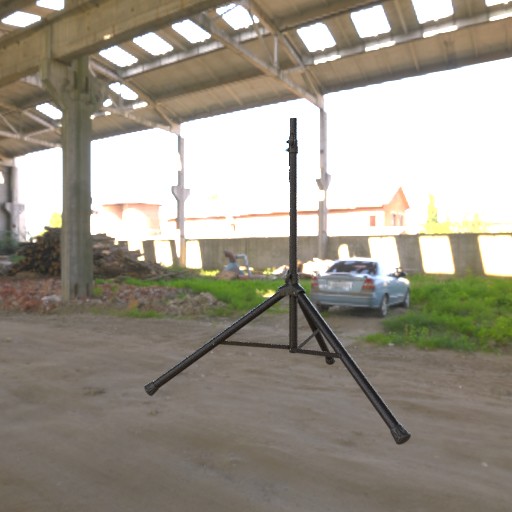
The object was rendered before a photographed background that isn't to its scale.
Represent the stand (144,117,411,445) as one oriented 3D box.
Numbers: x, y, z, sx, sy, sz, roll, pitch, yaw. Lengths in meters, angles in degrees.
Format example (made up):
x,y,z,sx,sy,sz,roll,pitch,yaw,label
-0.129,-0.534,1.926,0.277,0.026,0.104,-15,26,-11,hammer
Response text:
x,y,z,sx,sy,sz,roll,pitch,yaw,label
0.000,0.000,1.819,0.907,1.136,1.045,0,0,-1,stand
